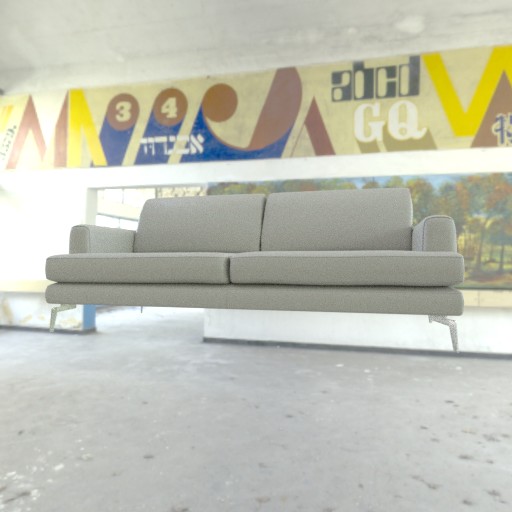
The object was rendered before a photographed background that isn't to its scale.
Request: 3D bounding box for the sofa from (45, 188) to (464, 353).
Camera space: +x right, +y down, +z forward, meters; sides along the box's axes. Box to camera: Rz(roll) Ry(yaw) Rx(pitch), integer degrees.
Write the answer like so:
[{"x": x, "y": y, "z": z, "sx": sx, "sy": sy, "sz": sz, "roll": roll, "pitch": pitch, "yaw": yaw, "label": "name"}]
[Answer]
[{"x": 0.000, "y": 0.000, "z": 2.411, "sx": 1.940, "sy": 0.765, "sz": 0.974, "roll": 0, "pitch": -1, "yaw": 15, "label": "sofa"}]
